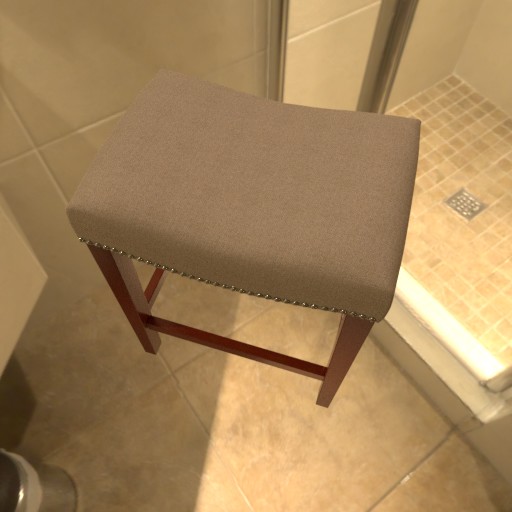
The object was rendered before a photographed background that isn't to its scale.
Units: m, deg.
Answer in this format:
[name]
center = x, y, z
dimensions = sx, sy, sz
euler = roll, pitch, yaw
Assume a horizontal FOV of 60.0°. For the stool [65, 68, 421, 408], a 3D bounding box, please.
[stool]
center = 0.000, 0.000, 0.961
dimensions = 0.509, 0.632, 0.375
euler = 15, 59, 9
